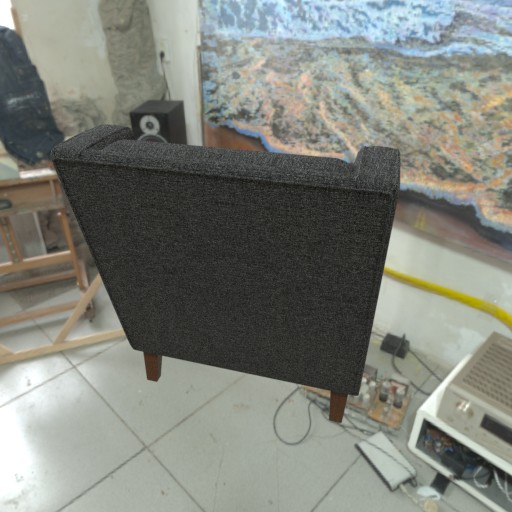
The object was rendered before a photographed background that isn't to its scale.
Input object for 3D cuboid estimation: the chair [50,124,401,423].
[{"bbox_3d":[0.000,0.000,1.757,0.942,1.082,0.927,8,32,13],"label":"chair"}]
